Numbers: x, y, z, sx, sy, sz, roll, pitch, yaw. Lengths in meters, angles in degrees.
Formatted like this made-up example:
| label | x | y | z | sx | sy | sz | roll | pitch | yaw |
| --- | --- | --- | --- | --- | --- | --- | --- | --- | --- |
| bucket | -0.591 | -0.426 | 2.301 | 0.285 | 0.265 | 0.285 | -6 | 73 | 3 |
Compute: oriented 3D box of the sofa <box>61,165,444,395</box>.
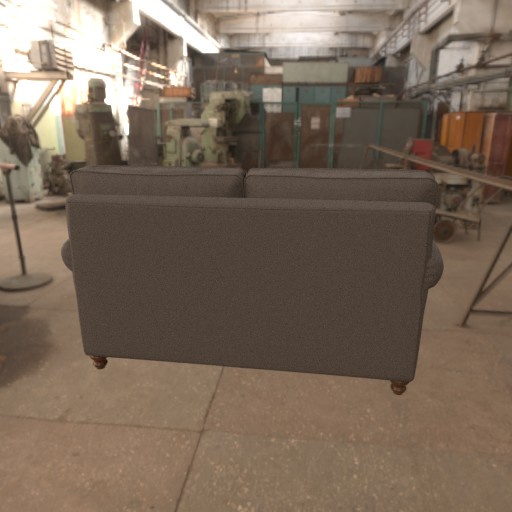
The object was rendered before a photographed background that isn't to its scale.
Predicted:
| label | x | y | z | sx | sy | sz | roll | pitch | yaw |
| --- | --- | --- | --- | --- | --- | --- | --- | --- | --- |
| sofa | 0.000 | 0.000 | 2.255 | 1.665 | 0.937 | 0.964 | 2 | 17 | 8 |
